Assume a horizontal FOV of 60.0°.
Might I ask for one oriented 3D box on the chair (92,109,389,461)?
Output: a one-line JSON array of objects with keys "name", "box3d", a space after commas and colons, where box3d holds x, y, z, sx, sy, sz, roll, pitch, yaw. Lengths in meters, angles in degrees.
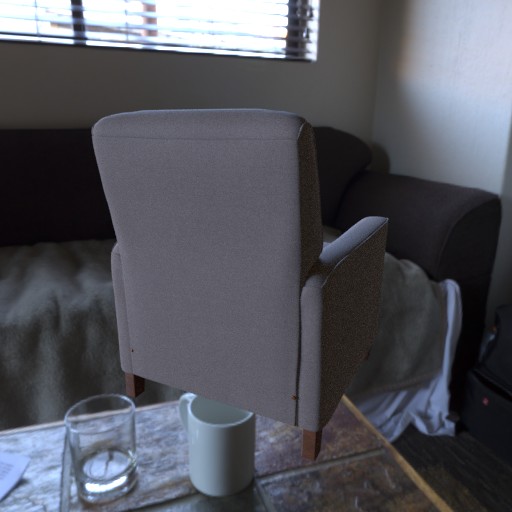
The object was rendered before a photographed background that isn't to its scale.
[{"name": "chair", "box3d": [0.000, 0.000, 1.656, 0.845, 1.023, 0.859, 8, 19, 26]}]
